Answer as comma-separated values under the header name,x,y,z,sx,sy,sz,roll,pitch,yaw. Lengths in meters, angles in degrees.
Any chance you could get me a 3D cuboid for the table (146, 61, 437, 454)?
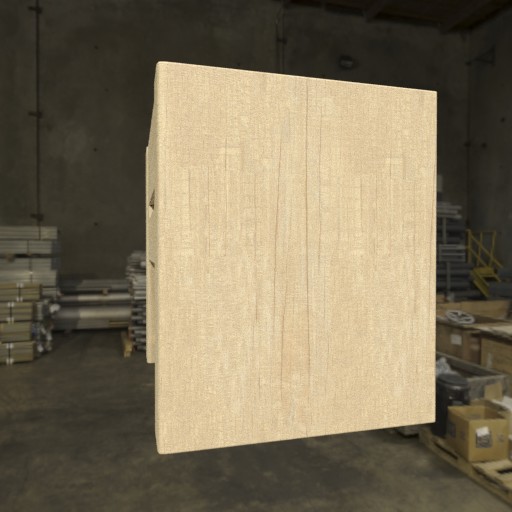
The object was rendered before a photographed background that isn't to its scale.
name,x,y,z,sx,sy,sz,roll,pitch,yaw
table,0.000,0.000,0.901,0.420,0.510,0.570,0,1,-15
